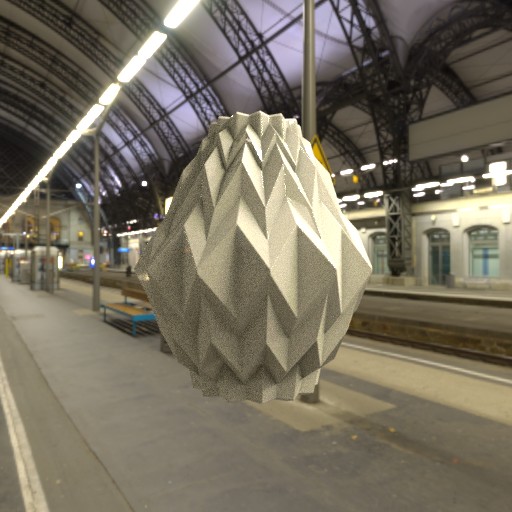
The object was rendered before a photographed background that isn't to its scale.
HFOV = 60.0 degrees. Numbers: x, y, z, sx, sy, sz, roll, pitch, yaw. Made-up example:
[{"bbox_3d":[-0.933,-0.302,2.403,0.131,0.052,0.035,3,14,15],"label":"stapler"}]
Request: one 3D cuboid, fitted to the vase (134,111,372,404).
[{"bbox_3d":[0.000,0.000,0.314,0.164,0.185,0.164,0,-1,0],"label":"vase"}]
